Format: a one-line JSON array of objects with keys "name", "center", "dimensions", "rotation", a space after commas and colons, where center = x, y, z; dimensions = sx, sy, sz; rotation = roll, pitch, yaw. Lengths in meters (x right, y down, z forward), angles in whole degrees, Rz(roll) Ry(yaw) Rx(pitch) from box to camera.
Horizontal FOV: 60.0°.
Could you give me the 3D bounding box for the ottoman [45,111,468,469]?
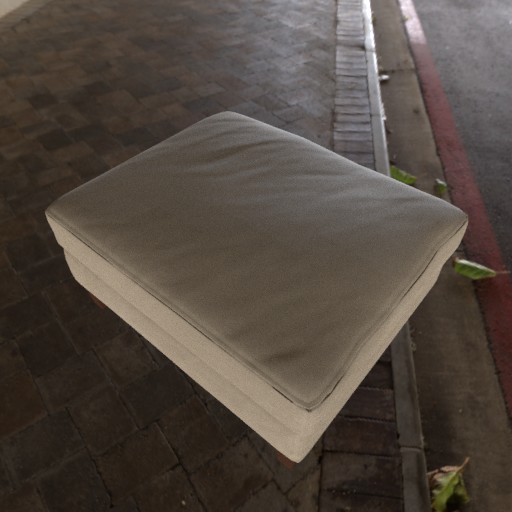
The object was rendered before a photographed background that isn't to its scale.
[{"name": "ottoman", "center": [0.000, 0.000, 1.450], "dimensions": [1.002, 0.492, 0.836], "rotation": [31, 53, 27]}]
